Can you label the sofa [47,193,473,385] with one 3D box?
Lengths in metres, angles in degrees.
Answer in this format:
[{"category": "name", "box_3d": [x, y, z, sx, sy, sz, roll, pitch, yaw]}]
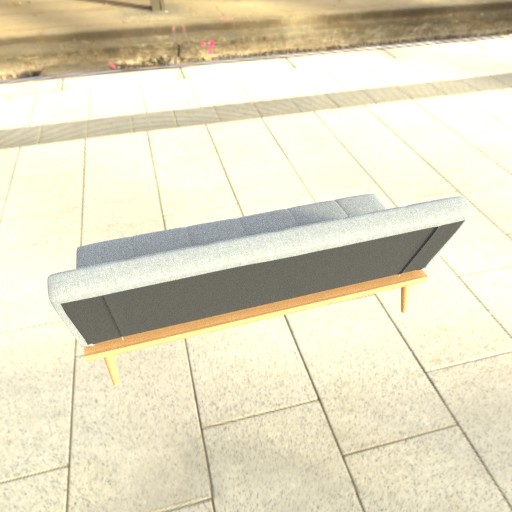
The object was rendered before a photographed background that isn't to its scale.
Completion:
[{"category": "sofa", "box_3d": [0.000, 0.000, 2.285, 1.820, 0.800, 0.800, -11, 43, -13]}]
